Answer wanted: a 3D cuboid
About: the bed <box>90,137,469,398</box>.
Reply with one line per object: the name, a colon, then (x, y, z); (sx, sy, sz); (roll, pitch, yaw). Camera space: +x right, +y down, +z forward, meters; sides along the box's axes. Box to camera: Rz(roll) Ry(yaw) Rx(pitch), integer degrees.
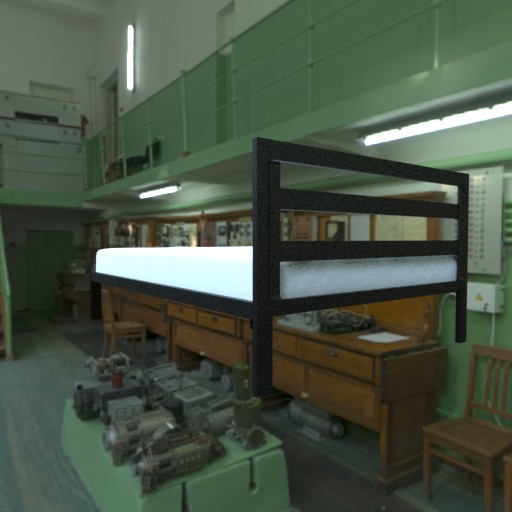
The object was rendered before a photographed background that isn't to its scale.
bed: (0.000, 0.000, 2.908); (1.524, 0.967, 2.062); (-2, 3, -37)
